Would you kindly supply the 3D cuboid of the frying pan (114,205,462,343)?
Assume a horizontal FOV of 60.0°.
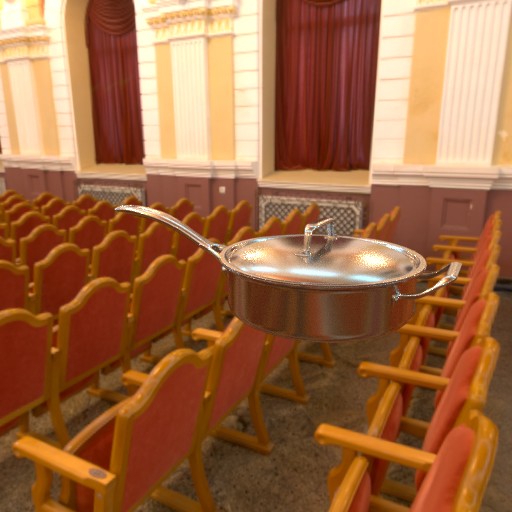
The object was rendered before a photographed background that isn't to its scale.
[{"bbox_3d":[0.000,0.000,0.587,0.492,0.111,0.245,8,16,28],"label":"frying pan"}]
